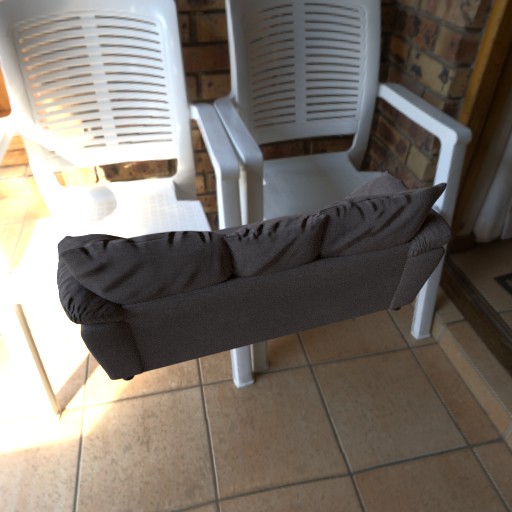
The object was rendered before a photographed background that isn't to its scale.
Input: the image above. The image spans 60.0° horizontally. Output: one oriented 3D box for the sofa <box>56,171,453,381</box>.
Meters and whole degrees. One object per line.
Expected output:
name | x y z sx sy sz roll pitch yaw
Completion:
sofa | 0.000 0.000 2.908 2.390 1.043 0.927 -12 41 -14
